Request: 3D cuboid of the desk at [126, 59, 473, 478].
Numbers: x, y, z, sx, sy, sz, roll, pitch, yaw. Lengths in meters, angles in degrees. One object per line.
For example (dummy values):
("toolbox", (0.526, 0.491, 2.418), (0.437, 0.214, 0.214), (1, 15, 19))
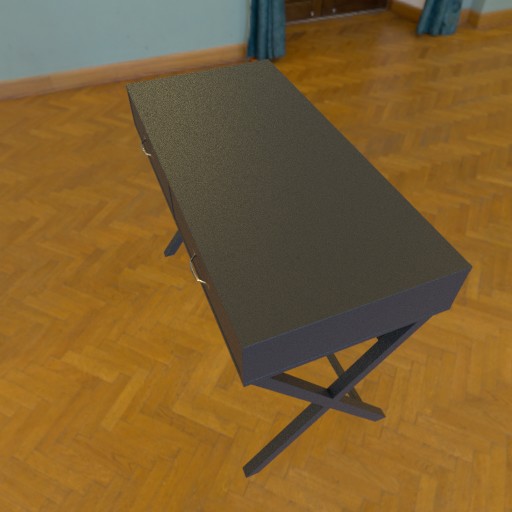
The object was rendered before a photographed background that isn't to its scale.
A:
("desk", (0.000, 0.000, 1.455), (0.525, 0.780, 1.057), (-17, 49, -15))
